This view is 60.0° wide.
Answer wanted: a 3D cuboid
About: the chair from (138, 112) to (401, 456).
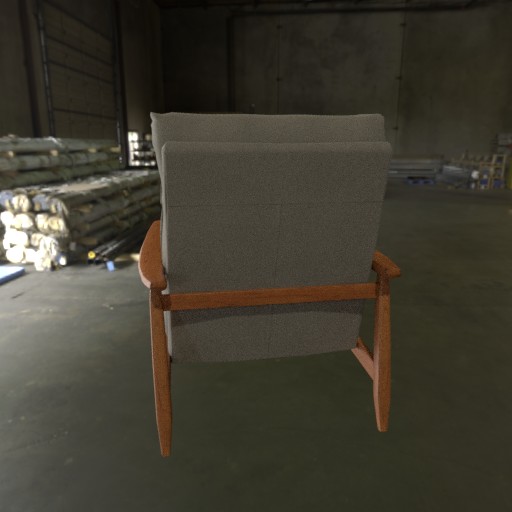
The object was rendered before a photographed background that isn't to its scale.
[{"bbox_3d":[0.000,0.000,1.551,0.782,0.922,0.816,-2,15,-9],"label":"chair"}]
